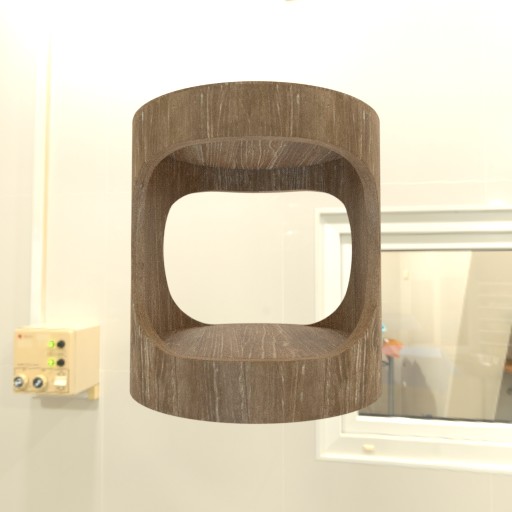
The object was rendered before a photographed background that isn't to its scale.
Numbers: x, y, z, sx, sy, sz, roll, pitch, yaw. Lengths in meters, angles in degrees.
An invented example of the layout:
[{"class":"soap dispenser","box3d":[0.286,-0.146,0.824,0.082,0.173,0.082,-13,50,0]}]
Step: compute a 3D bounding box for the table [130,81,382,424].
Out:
[{"class":"table","box3d":[0.000,0.000,0.971,0.527,0.551,0.527,0,-2,0]}]
